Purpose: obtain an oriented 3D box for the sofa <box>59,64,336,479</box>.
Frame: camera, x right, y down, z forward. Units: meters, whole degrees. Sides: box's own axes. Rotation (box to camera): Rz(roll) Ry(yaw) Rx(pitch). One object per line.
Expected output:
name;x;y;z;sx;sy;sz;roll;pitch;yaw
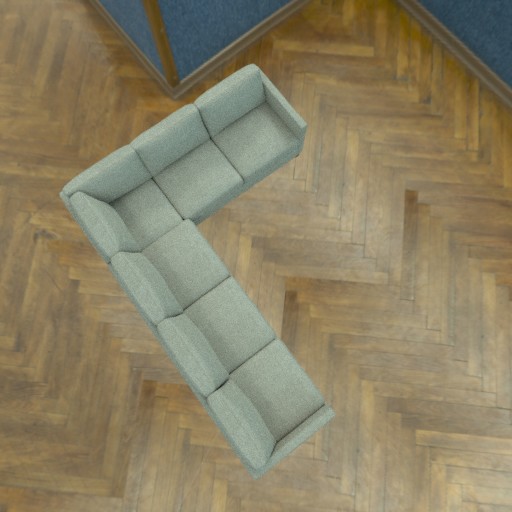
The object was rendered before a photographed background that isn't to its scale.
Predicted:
sofa;0.000;0.000;4.525;2.522;0.934;3.333;-36;79;-8
